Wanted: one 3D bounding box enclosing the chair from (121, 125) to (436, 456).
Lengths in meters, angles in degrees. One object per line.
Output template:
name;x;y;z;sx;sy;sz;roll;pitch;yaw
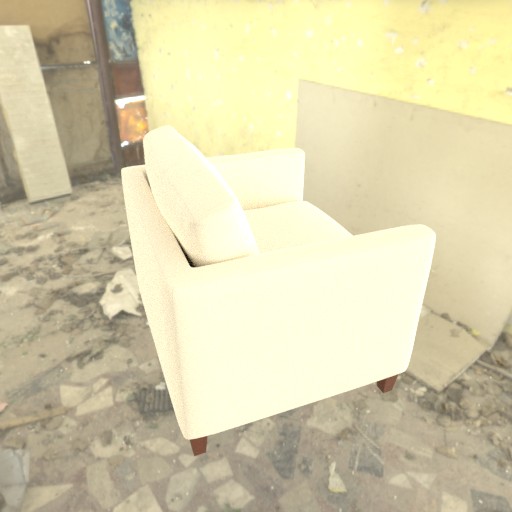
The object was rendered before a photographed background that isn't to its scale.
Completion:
chair;0.000;0.000;1.750;0.878;0.885;1.019;-11;32;-18
